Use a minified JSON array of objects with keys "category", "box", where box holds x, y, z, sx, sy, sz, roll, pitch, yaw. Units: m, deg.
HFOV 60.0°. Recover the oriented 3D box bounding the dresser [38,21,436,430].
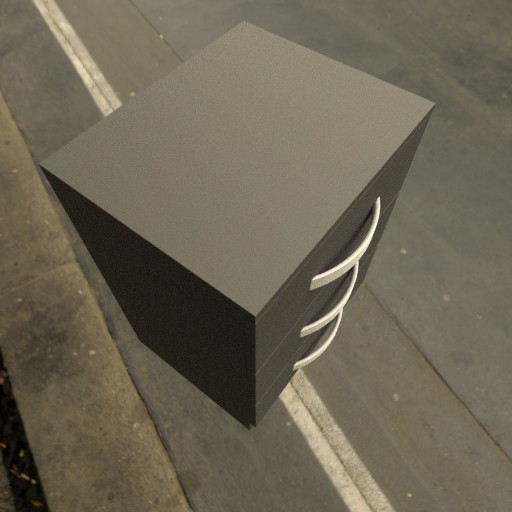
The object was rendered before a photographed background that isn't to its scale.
[{"category":"dresser","box":[0.000,0.000,0.800,0.360,0.560,0.400,33,63,19]}]
